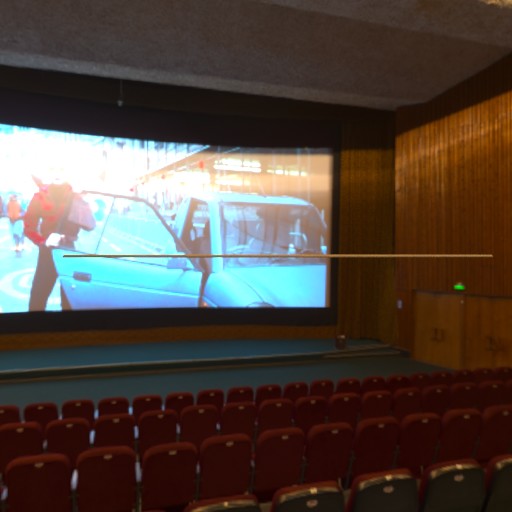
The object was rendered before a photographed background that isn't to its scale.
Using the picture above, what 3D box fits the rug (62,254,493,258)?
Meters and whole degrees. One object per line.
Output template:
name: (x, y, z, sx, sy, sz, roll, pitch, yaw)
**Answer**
rug: (0.000, 0.000, 4.010, 2.976, 0.018, 2.430, 0, 0, -17)
